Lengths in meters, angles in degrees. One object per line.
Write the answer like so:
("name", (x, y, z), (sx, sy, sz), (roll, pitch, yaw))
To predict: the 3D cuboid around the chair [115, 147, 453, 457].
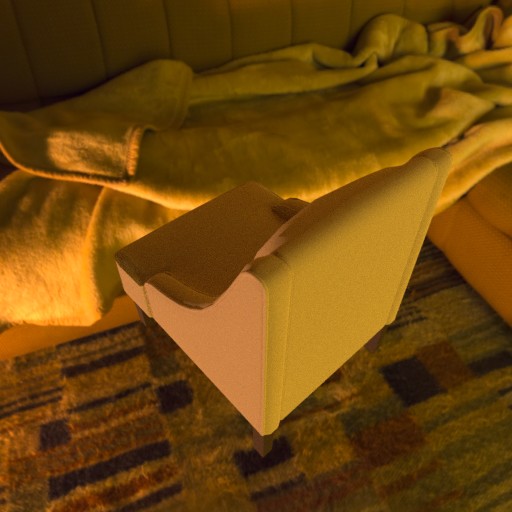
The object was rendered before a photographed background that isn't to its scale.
("chair", (0.000, 0.000, 1.492), (0.689, 0.886, 0.806), (-33, 54, -28))
